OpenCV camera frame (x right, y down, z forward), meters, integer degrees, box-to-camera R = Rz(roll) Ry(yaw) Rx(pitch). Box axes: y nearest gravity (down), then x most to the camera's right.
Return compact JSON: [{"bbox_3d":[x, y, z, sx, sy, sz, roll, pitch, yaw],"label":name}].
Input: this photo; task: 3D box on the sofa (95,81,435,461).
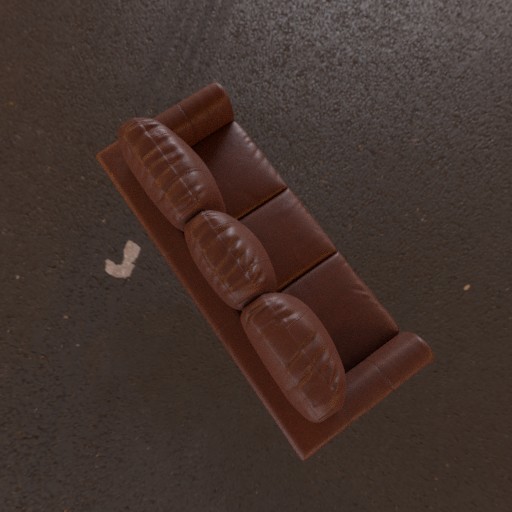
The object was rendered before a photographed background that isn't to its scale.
[{"bbox_3d":[0.000,0.000,2.344,0.802,0.915,1.862,-35,78,-9],"label":"sofa"}]
